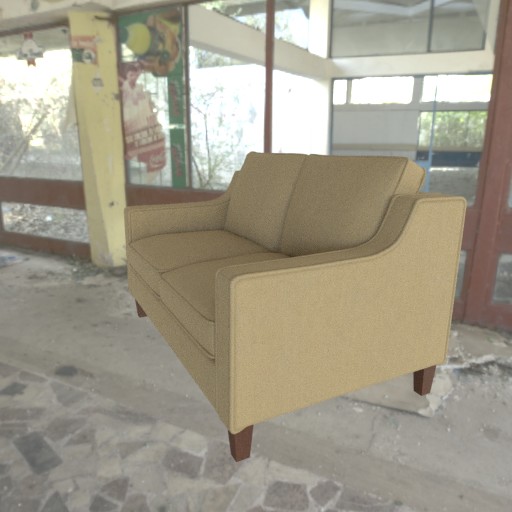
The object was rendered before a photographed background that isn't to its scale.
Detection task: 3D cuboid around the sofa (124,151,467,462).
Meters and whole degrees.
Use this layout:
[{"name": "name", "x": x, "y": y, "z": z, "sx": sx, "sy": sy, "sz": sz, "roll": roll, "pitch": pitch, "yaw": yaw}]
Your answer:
[{"name": "sofa", "x": 0.000, "y": 0.000, "z": 2.143, "sx": 0.987, "sy": 0.971, "sz": 1.501, "roll": -8, "pitch": 17, "yaw": -26}]
